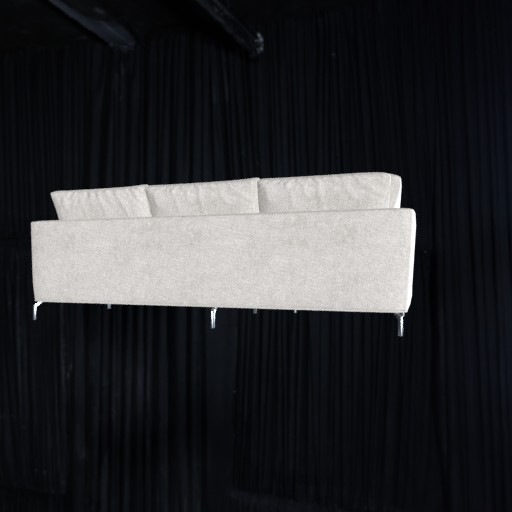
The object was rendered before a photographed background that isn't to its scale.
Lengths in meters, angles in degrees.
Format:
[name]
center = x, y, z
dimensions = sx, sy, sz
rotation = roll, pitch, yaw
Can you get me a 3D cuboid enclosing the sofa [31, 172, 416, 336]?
[sofa]
center = 0.000, 0.000, 3.701
dimensions = 2.438, 0.864, 2.438
rotation = 0, -1, 17
